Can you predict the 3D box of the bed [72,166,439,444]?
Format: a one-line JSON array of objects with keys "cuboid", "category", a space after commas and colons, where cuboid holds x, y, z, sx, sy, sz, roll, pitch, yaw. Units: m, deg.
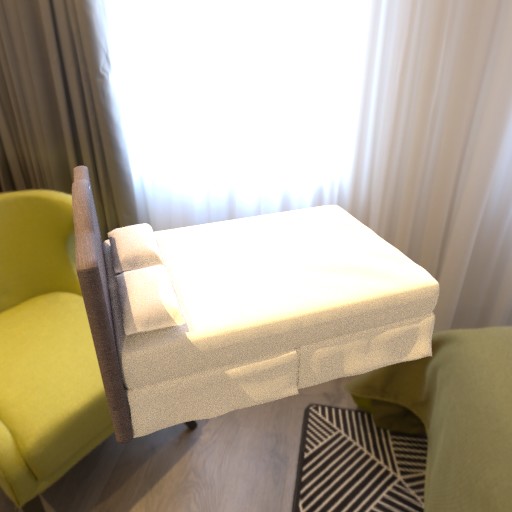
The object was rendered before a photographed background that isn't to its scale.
[{"cuboid": [0.000, 0.000, 3.553, 2.507, 1.441, 1.741, -10, 31, -17], "category": "bed"}]
